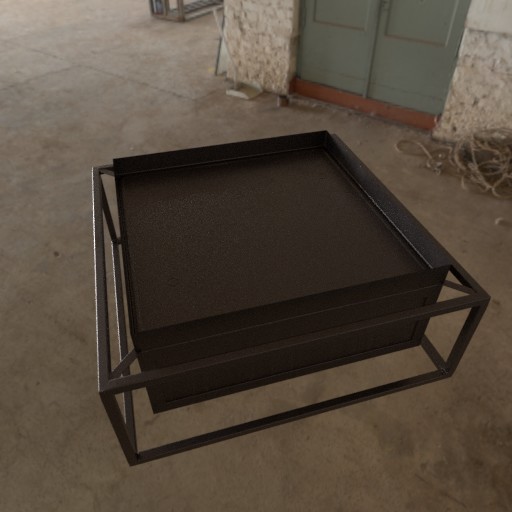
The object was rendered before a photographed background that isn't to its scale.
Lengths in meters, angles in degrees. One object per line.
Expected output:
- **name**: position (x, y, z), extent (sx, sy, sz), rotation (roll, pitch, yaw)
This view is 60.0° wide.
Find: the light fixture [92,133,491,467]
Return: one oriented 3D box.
- **light fixture**: position (0.000, 0.000, 0.670), extent (0.441, 0.191, 0.441), rotation (-11, 42, -12)
